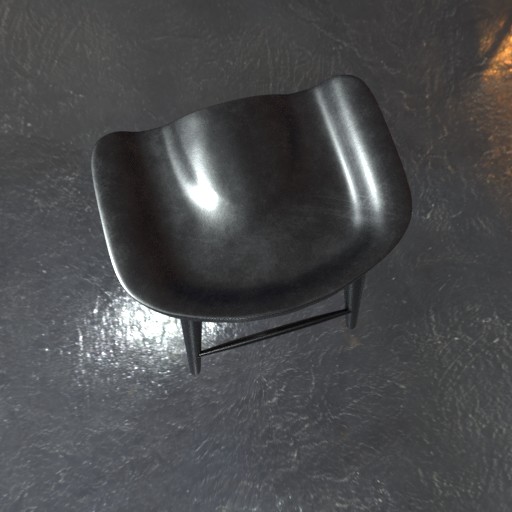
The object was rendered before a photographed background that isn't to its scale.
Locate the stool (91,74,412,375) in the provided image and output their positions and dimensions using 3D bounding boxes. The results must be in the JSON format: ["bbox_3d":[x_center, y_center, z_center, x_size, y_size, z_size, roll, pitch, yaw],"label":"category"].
[{"bbox_3d":[0.000,0.000,0.871,0.440,0.615,0.361,-16,76,-4],"label":"stool"}]
